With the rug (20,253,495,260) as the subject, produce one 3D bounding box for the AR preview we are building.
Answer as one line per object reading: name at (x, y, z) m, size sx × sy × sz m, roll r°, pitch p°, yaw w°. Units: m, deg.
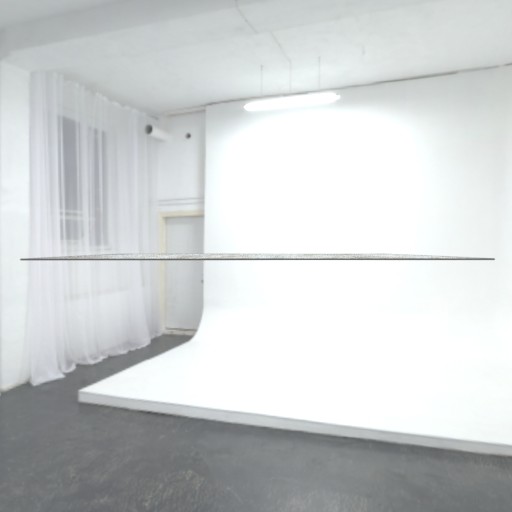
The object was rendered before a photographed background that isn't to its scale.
rug at (0.000, 0.000, 4.269) m, size 3.307 × 0.013 × 2.393 m, roll 0°, pitch 1°, yaw -2°
